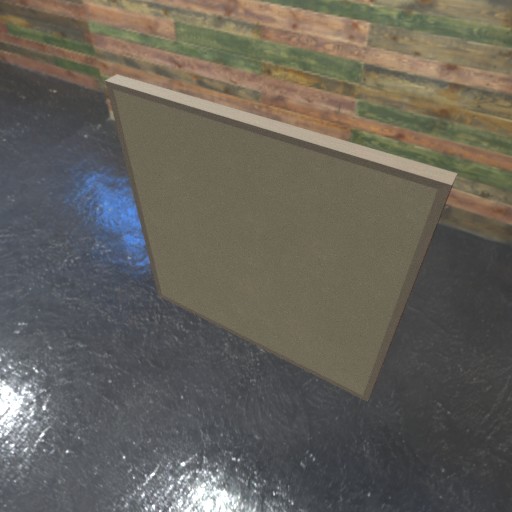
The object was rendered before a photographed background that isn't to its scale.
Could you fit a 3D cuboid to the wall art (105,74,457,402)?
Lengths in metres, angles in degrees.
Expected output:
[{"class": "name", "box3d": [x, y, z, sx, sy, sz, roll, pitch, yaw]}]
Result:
[{"class": "wall art", "box3d": [0.000, 0.000, 1.138, 0.761, 0.758, 0.038, 23, 50, 21]}]
